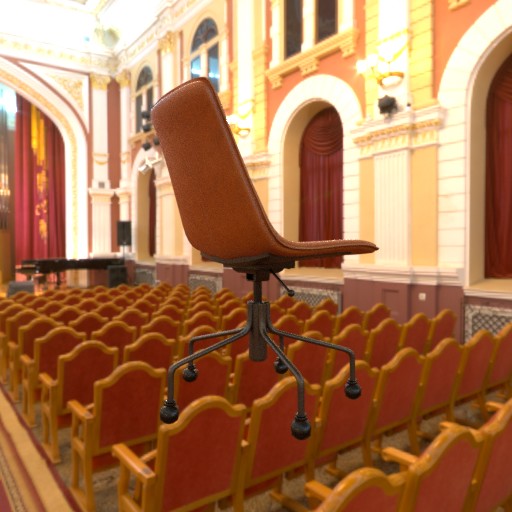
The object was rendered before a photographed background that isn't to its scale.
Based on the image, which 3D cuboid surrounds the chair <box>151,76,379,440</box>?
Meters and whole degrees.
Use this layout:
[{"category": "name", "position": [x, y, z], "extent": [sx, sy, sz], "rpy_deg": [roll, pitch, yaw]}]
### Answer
[{"category": "chair", "position": [0.000, 0.000, 1.404], "extent": [0.660, 0.920, 0.651], "rpy_deg": [-1, 1, -36]}]
